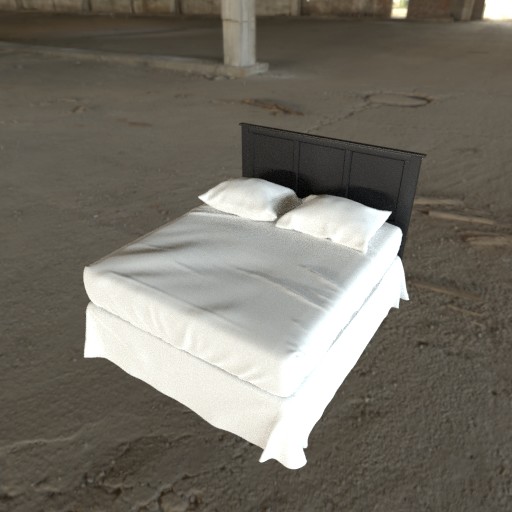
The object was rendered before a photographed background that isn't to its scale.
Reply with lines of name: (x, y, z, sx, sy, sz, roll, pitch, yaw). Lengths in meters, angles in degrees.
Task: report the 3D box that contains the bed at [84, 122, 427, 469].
bed: (0.000, 0.000, 3.232, 1.870, 1.270, 2.050, 19, 36, 28)
